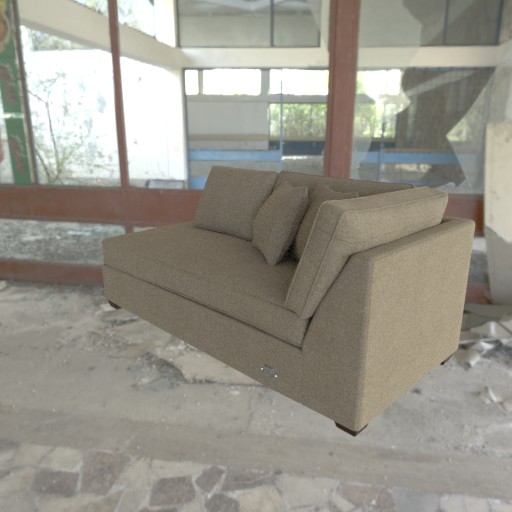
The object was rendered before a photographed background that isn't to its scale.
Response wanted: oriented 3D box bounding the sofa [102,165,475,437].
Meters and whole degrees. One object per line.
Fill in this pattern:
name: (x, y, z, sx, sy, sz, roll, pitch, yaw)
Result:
sofa: (0.000, 0.000, 2.827, 2.238, 1.019, 1.110, 15, 22, 43)
